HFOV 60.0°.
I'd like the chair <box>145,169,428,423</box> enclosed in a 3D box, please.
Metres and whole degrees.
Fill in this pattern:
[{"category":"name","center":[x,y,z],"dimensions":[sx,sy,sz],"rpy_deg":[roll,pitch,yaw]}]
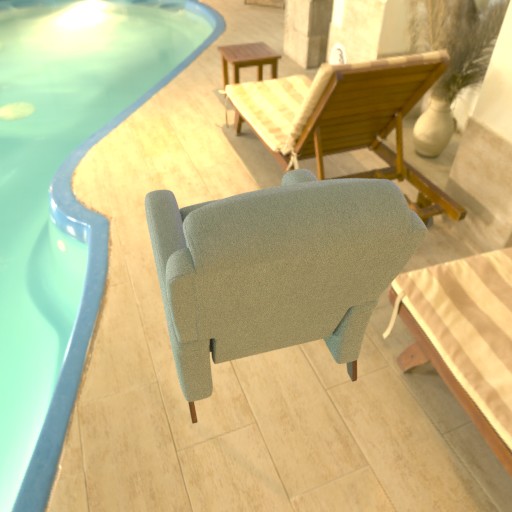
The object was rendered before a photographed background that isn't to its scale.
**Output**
[{"category":"chair","center":[0.000,0.000,1.756],"dimensions":[0.785,1.067,0.988],"rpy_deg":[-11,42,-12]}]
